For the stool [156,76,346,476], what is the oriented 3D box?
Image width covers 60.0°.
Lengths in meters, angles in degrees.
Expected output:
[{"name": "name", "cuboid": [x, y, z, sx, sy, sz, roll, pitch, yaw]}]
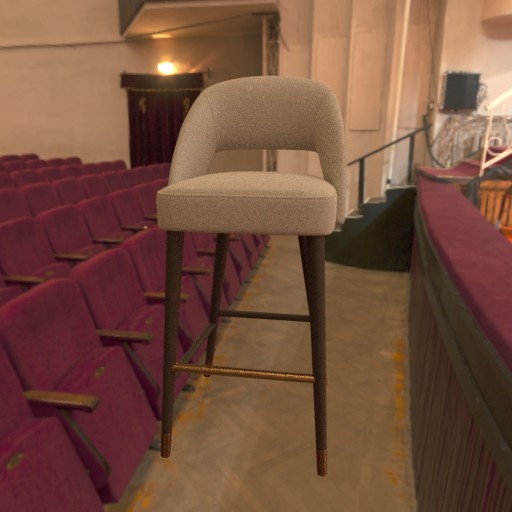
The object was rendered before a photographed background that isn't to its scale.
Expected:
[{"name": "stool", "cuboid": [0.000, 0.000, 1.289, 0.494, 1.037, 0.509, 2, 15, 9]}]
